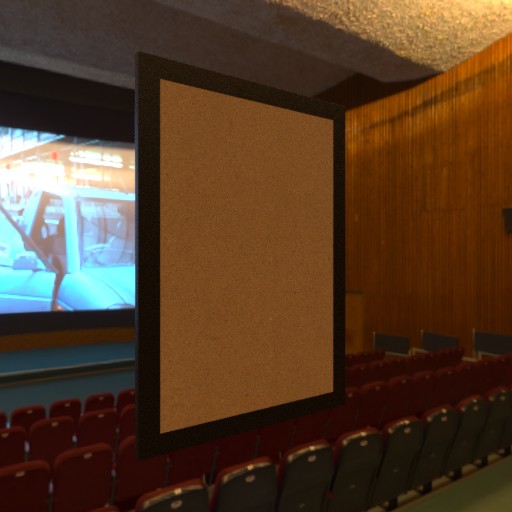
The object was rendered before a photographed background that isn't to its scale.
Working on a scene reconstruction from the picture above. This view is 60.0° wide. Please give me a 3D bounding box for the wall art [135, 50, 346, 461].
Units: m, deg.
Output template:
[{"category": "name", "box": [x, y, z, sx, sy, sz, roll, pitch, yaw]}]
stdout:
[{"category": "wall art", "box": [0.000, 0.000, 0.689, 0.381, 0.534, 0.013, 0, 0, -35]}]
